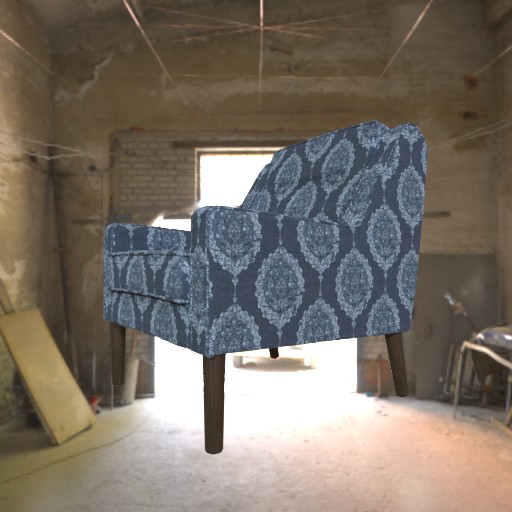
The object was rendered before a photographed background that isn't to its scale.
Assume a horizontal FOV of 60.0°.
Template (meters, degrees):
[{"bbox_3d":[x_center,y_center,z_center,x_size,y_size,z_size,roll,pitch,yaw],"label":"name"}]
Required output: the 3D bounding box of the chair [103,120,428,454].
[{"bbox_3d":[0.000,0.000,1.310,0.743,0.792,0.663,0,0,-36],"label":"chair"}]
